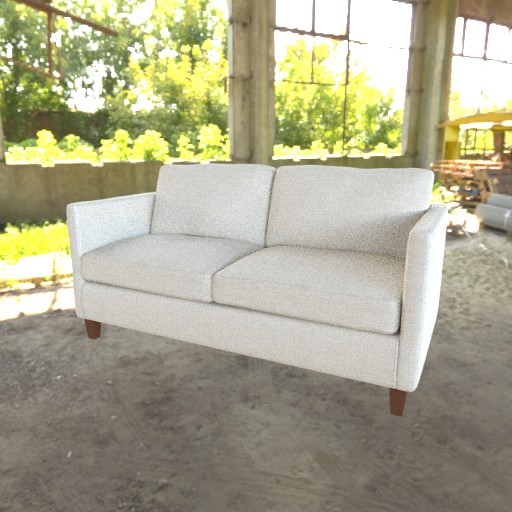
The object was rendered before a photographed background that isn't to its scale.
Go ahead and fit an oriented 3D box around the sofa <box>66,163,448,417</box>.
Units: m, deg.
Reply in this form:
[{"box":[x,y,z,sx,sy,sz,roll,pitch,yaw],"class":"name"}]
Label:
[{"box":[0.000,0.000,2.414,1.838,0.963,0.950,7,15,26],"class":"sofa"}]
